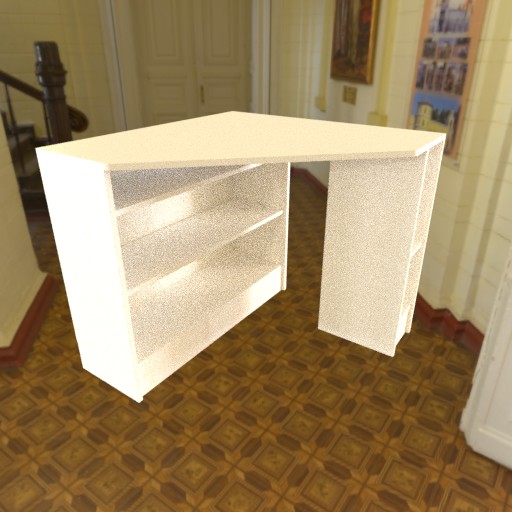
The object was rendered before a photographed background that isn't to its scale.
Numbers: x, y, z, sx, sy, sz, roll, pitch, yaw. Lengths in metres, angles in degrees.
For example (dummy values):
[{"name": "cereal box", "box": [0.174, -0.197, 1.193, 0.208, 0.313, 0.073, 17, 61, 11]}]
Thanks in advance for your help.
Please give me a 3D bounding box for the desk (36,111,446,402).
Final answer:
[{"name": "desk", "box": [0.000, 0.000, 1.588, 0.926, 0.818, 0.940, 17, 31, 31]}]
